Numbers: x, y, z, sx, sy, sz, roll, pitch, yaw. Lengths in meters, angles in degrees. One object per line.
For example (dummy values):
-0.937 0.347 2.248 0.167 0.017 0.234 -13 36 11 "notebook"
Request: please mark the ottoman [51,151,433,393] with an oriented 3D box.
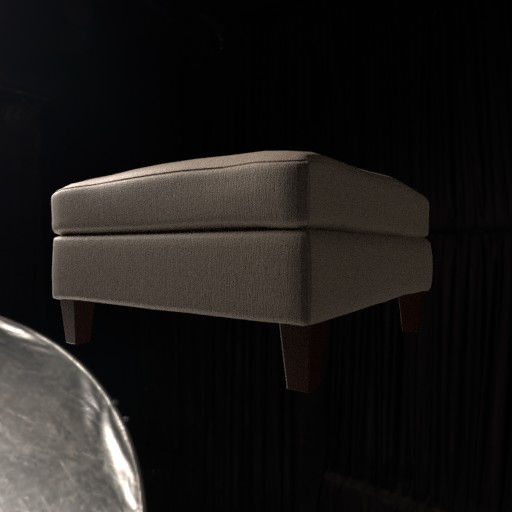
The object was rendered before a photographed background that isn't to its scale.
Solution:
0.000 0.000 1.328 0.838 0.481 0.838 1 1 35 "ottoman"
